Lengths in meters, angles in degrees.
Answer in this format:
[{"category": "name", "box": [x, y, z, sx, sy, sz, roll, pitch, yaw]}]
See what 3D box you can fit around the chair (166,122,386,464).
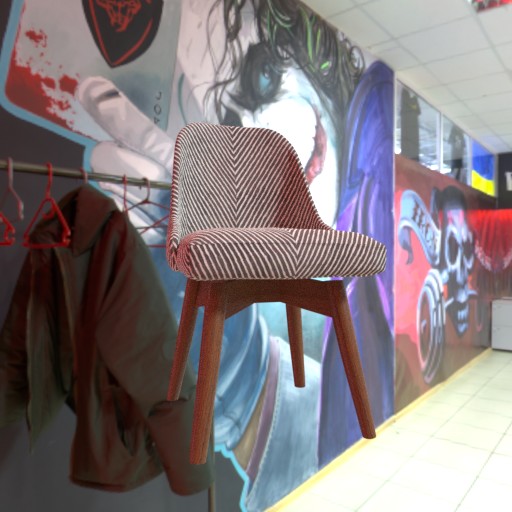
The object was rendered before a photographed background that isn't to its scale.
[{"category": "chair", "box": [0.000, 0.000, 1.249, 0.504, 0.883, 0.591, 0, 1, -18]}]
